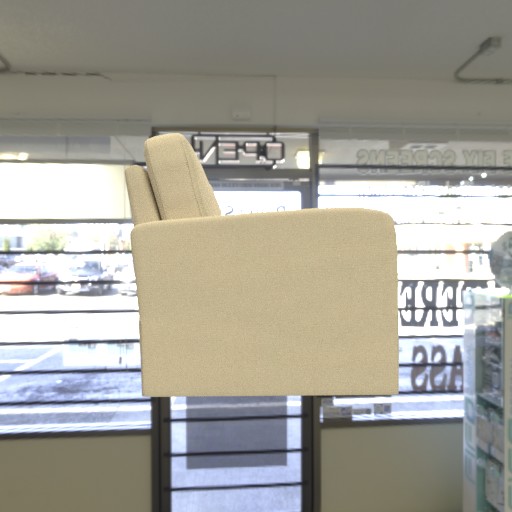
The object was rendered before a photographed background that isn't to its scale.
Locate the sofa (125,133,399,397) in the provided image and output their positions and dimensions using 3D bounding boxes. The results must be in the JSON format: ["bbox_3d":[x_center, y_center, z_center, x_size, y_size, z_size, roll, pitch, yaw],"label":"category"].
[{"bbox_3d":[0.000,0.000,2.223,0.894,0.831,1.808,0,0,-2],"label":"sofa"}]
